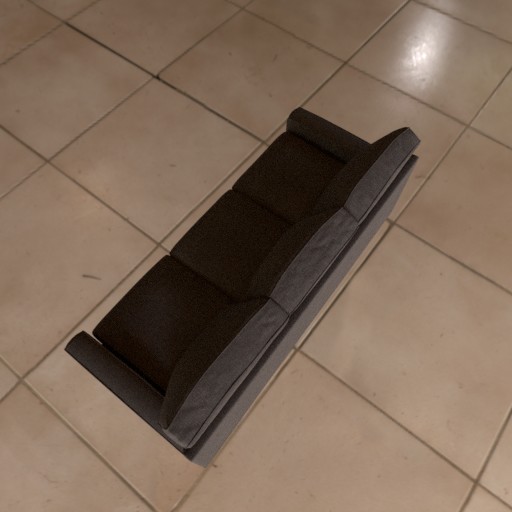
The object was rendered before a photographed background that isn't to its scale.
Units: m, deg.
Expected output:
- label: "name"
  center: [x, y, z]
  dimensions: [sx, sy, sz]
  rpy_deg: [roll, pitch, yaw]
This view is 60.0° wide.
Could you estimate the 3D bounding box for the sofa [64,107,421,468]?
- label: "sofa"
  center: [0.000, 0.000, 2.897]
  dimensions: [1.004, 0.978, 2.369]
  rpy_deg: [34, 68, 16]
